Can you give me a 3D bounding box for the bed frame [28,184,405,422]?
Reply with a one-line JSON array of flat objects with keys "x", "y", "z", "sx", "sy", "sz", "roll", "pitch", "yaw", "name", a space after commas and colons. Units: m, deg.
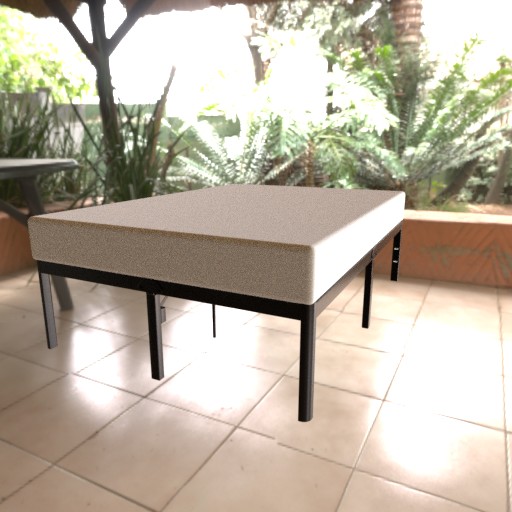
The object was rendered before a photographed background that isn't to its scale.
[{"x": 0.000, "y": 0.000, "z": 2.666, "sx": 1.408, "sy": 0.659, "sz": 1.956, "roll": 7, "pitch": 16, "yaw": 26, "name": "bed frame"}]
